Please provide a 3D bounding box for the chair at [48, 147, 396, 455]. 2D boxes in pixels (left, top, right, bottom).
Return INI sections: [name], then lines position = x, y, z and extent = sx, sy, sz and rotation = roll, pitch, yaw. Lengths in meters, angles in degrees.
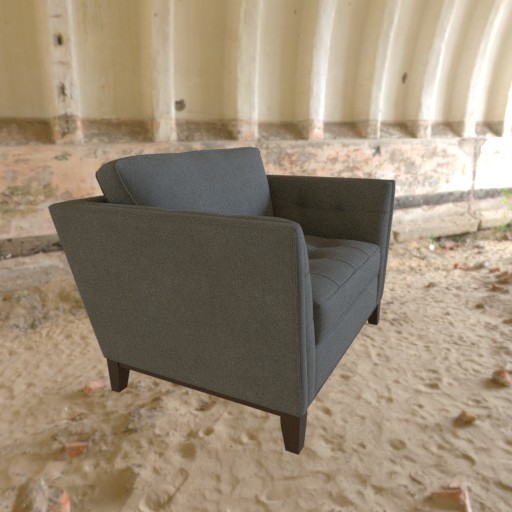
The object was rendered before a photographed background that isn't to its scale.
[chair]
position = 0.000, 0.000, 2.043
extent = 0.965, 0.942, 1.396
rotation = 8, 17, 26
